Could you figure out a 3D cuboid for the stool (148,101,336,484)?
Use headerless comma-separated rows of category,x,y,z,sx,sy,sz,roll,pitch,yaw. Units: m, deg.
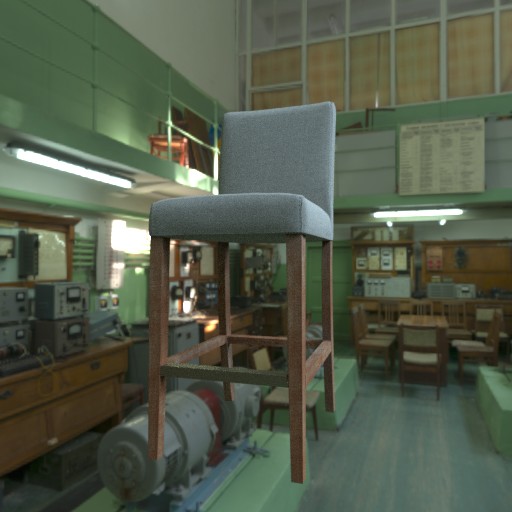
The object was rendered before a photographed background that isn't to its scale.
stool,0.000,0.000,1.380,0.439,1.088,0.570,0,-1,19
